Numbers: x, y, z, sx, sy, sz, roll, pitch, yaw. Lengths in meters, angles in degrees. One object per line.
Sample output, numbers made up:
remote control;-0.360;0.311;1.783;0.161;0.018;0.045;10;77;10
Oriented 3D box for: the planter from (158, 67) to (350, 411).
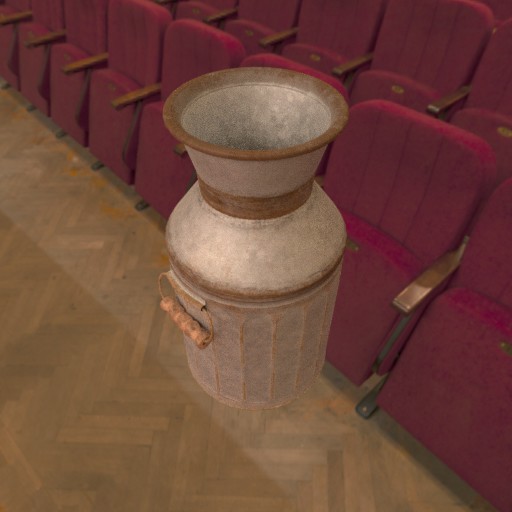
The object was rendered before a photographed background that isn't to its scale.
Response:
planter;0.000;0.000;0.547;0.245;0.396;0.214;-32;53;-28
